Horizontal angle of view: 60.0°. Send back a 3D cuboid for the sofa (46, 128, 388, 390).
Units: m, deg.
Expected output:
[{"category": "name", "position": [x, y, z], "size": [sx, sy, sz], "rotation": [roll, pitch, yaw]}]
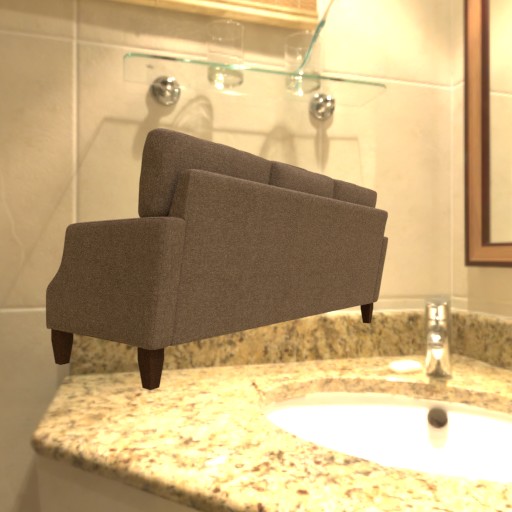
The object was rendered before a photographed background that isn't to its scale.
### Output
[{"category": "sofa", "position": [0.000, 0.000, 2.612], "size": [0.888, 0.984, 2.115], "rotation": [0, 0, 37]}]
